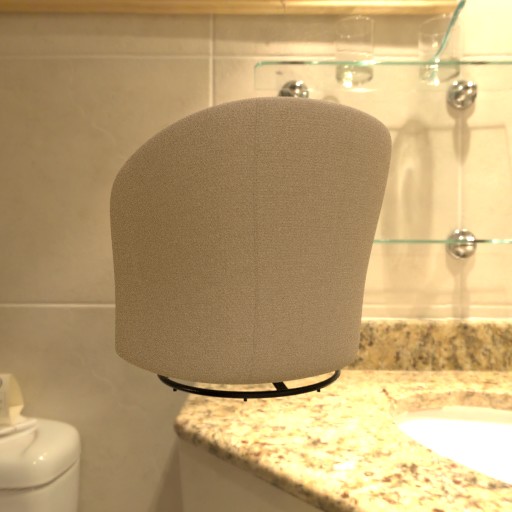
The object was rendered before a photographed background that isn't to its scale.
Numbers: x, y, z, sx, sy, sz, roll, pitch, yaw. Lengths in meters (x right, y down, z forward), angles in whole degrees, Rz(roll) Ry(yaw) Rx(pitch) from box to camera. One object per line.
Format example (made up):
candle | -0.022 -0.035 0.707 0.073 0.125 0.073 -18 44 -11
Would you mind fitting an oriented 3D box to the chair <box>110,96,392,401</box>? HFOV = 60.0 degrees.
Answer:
chair | 0.000 0.000 1.435 0.791 0.771 0.815 0 0 -36
